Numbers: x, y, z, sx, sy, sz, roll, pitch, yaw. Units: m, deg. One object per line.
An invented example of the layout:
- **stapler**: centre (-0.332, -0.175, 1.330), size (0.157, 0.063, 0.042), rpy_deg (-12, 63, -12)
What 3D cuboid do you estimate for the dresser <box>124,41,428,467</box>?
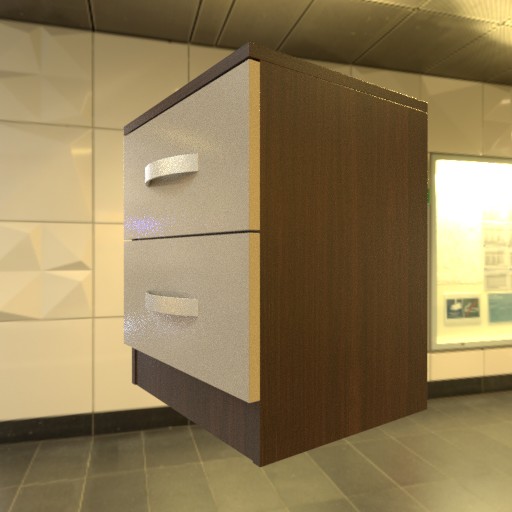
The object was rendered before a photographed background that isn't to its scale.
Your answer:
- **dresser**: centre (0.000, 0.000, 0.736), size (0.360, 0.470, 0.400), rpy_deg (0, 0, -36)
